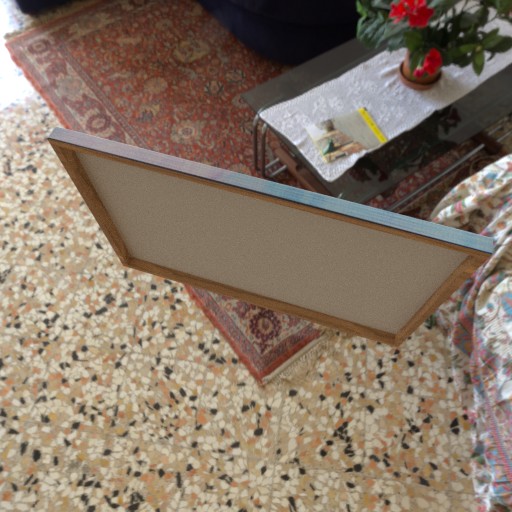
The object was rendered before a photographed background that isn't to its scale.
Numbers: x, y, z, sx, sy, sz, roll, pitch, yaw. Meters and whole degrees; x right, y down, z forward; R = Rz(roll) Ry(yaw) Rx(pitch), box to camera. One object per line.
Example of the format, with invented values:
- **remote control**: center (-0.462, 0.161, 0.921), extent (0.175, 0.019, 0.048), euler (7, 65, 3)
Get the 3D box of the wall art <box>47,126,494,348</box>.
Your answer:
- **wall art**: center (0.000, 0.000, 1.143), extent (0.911, 0.605, 0.037), euler (16, 64, 8)
